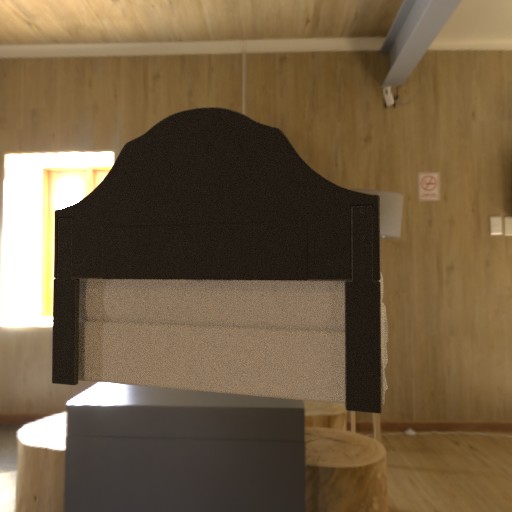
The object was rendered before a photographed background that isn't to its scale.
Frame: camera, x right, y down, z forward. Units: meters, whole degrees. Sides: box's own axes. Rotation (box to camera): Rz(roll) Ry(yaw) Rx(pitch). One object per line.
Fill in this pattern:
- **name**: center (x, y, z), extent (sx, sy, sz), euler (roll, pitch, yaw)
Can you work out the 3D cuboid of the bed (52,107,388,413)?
- **bed**: center (0.000, 0.000, 3.520), extent (2.008, 1.615, 2.214), euler (0, -2, 17)
